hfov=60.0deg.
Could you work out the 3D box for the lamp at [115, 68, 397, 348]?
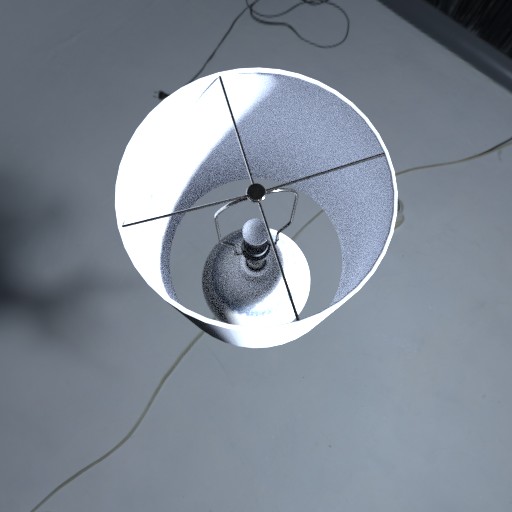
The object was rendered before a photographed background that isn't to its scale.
[{"bbox_3d":[0.000,0.000,0.535,0.216,0.404,0.216,42,79,10],"label":"lamp"}]
